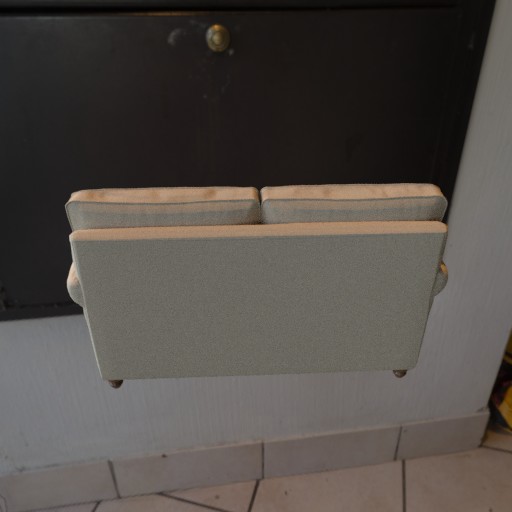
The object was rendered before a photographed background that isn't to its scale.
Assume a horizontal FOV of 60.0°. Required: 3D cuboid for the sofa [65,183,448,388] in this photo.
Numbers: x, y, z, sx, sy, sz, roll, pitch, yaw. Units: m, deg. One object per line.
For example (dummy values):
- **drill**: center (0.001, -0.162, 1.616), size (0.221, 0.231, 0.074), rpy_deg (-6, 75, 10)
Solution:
- **sofa**: center (0.000, 0.000, 2.270), size (1.665, 0.937, 0.964), rpy_deg (-1, 29, -3)
